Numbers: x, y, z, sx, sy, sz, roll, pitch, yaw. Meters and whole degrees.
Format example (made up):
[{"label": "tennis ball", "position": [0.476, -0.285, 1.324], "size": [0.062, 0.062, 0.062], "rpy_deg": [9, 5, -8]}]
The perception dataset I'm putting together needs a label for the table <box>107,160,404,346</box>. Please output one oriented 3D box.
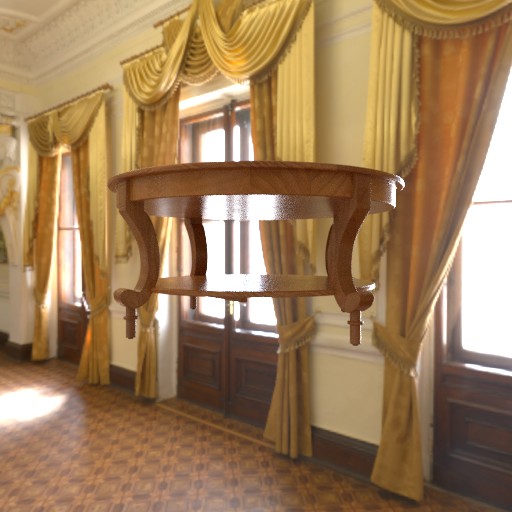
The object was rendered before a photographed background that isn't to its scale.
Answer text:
[{"label": "table", "position": [0.000, 0.000, 1.616], "size": [1.029, 0.490, 1.029], "rpy_deg": [0, 1, 0]}]
